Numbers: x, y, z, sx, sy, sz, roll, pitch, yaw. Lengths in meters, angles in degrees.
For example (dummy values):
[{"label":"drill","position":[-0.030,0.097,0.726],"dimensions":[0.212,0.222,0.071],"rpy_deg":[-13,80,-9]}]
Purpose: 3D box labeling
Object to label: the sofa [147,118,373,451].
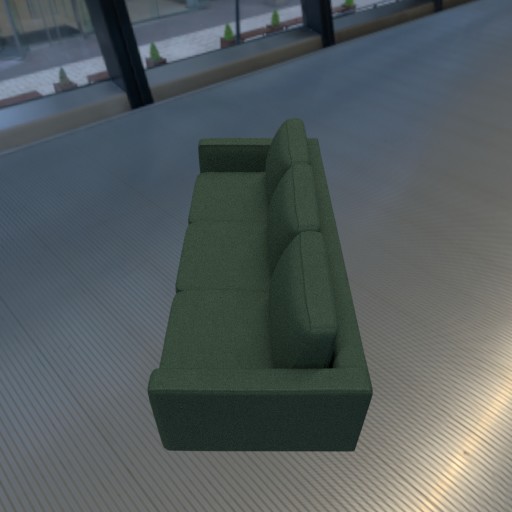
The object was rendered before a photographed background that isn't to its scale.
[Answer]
[{"label":"sofa","position":[0.000,0.000,2.546],"dimensions":[0.879,0.899,2.029],"rpy_deg":[0,42,0]}]
